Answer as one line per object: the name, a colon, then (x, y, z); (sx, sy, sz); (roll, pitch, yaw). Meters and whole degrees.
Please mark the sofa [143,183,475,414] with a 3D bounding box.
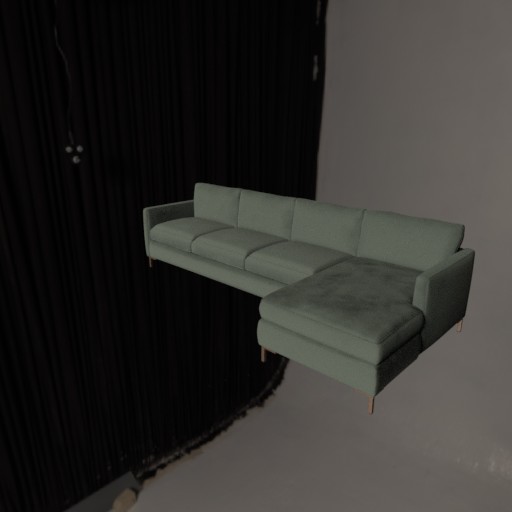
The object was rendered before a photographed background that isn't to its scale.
sofa: (0.000, 0.000, 3.310); (2.725, 0.756, 1.255); (16, 24, 41)
